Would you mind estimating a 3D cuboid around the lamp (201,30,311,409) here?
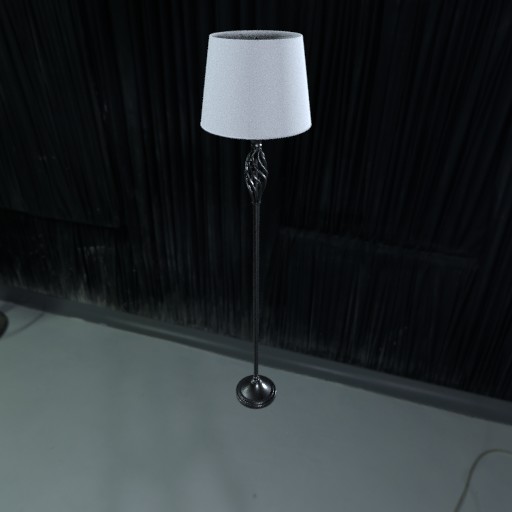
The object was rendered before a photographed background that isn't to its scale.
[{"bbox_3d":[0.000,0.000,1.811,0.379,1.623,0.379,0,32,0],"label":"lamp"}]
